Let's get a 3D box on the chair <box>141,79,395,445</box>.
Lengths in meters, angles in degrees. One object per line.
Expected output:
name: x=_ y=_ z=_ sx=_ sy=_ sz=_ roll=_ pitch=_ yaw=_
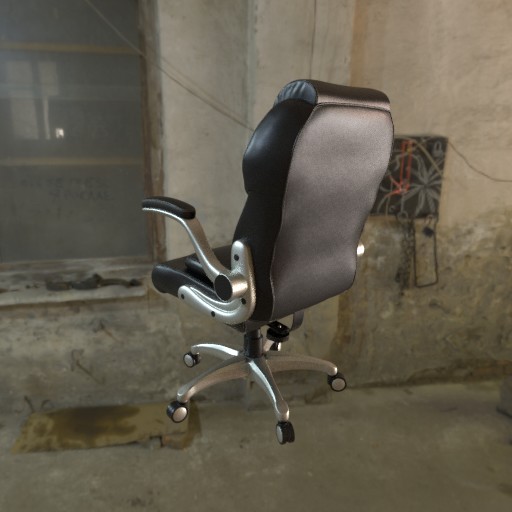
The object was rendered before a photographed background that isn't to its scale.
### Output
chair: x=0.000 y=0.000 z=1.641 sx=0.801 sy=1.141 sz=0.724 roll=14 pitch=20 yaw=43
